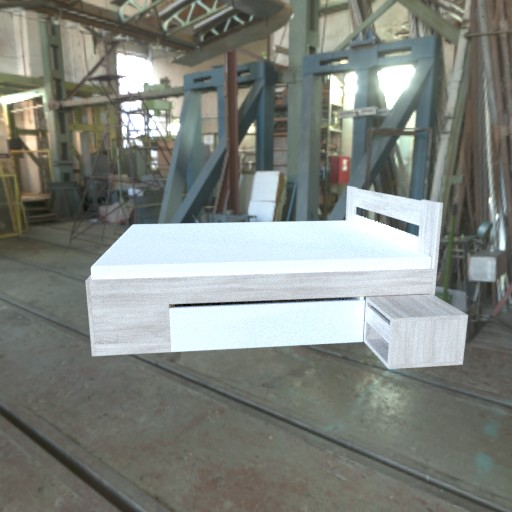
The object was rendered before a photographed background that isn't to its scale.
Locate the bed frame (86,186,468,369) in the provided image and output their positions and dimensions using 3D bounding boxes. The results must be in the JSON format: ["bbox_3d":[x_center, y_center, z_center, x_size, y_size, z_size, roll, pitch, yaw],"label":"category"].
[{"bbox_3d":[0.000,0.000,3.185,2.050,0.860,2.040,-2,13,-7],"label":"bed frame"}]
